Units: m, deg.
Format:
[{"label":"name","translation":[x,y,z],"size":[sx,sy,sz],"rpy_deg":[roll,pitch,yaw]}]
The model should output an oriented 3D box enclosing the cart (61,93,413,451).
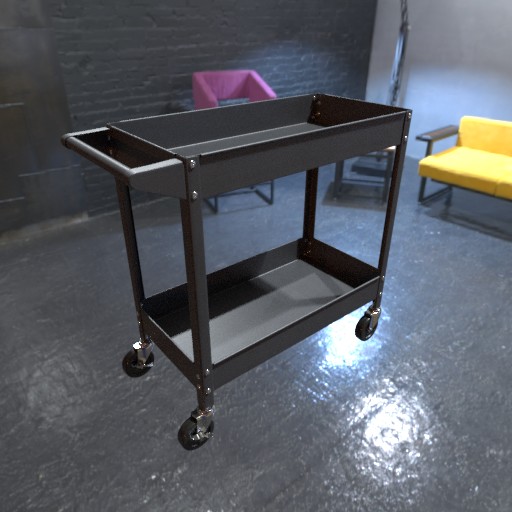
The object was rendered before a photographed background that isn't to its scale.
[{"label":"cart","translation":[0.000,0.000,1.191],"size":[0.779,0.719,0.366],"rpy_deg":[-21,35,-33]}]
